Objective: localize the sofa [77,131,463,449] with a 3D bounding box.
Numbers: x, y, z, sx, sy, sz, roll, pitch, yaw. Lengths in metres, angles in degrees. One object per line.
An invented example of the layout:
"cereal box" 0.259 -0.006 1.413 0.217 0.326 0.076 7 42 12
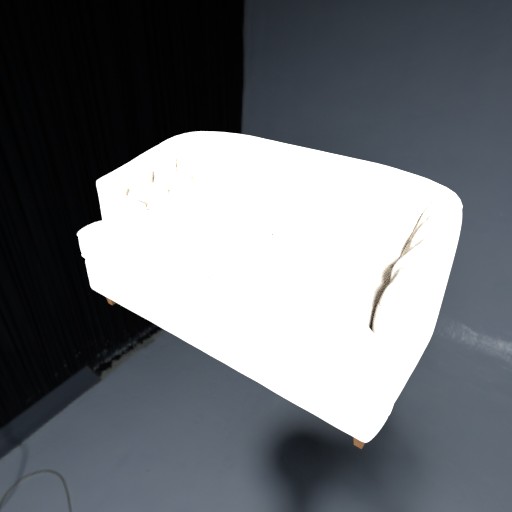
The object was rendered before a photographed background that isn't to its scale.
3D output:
"sofa" 0.000 0.000 2.226 1.731 0.878 0.940 21 37 31
